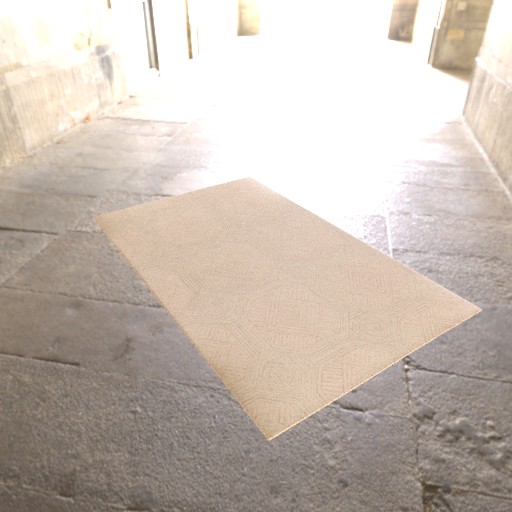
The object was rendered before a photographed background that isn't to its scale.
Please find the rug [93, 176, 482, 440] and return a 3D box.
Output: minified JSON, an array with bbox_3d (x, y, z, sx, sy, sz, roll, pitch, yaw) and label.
[{"bbox_3d":[0.000,0.000,3.065,1.524,0.008,2.440,-20,37,-28],"label":"rug"}]
